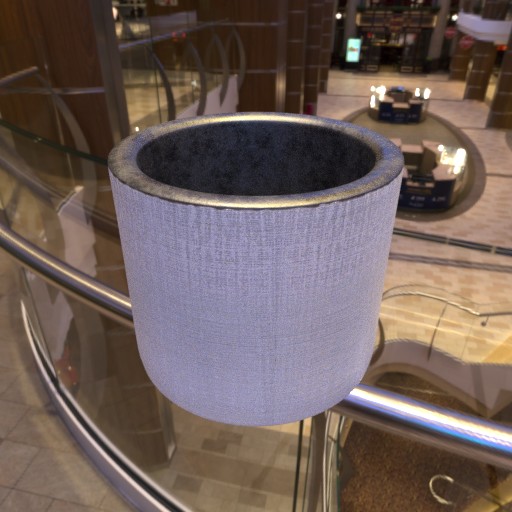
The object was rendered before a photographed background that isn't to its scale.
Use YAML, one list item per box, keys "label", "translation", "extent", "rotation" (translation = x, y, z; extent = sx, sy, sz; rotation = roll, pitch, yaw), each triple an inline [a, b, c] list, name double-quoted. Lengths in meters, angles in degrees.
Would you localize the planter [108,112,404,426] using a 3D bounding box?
- label: "planter"
  translation: [0.000, 0.000, 0.219]
  extent: [0.125, 0.112, 0.125]
  rotation: [0, 31, 0]
